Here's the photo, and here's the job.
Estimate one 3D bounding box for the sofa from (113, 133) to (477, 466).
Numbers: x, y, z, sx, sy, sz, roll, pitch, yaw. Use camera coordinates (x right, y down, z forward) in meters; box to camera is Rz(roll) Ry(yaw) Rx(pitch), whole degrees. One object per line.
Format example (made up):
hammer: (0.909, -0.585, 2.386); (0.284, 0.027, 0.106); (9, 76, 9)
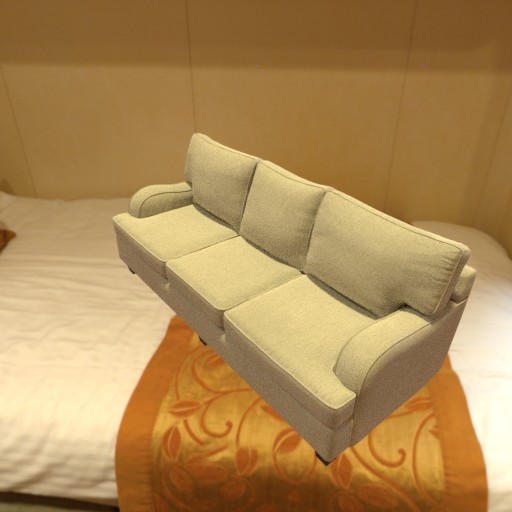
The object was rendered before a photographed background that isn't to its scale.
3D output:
sofa: (0.000, 0.000, 2.837); (1.016, 0.991, 2.323); (-22, 38, -32)
